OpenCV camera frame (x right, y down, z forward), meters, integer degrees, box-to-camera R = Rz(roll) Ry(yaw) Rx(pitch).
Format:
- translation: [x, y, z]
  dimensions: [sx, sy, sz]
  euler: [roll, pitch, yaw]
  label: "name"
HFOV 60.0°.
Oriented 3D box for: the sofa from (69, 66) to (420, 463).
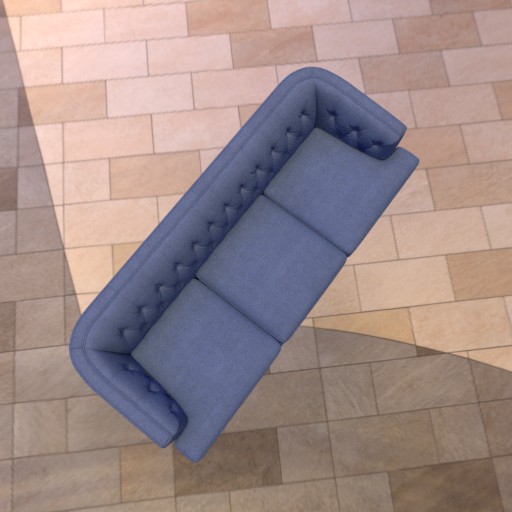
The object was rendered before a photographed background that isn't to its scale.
- translation: [0.000, 0.000, 2.679]
  dimensions: [0.914, 0.787, 2.235]
  euler: [37, 79, 8]
  label: "sofa"
